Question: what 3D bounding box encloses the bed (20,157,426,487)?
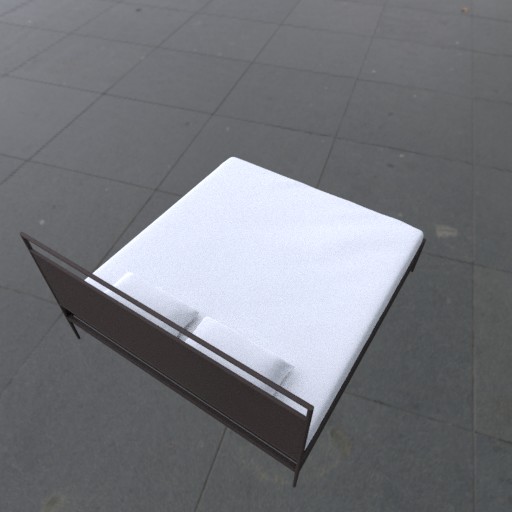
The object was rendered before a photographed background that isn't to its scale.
[{"bbox_3d":[0.000,0.000,3.326,1.993,1.173,2.151,26,53,22],"label":"bed"}]
